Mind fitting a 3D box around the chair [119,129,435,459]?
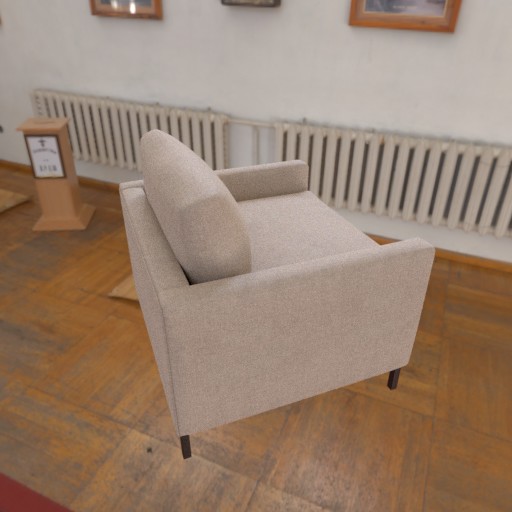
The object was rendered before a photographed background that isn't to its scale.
[{"bbox_3d":[0.000,0.000,1.692,0.866,0.861,0.963,-11,32,-18],"label":"chair"}]
